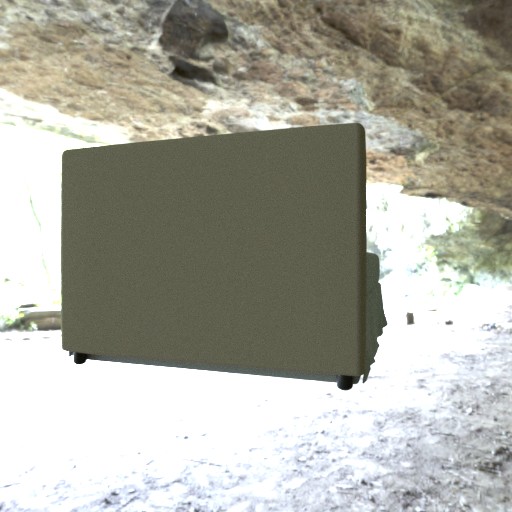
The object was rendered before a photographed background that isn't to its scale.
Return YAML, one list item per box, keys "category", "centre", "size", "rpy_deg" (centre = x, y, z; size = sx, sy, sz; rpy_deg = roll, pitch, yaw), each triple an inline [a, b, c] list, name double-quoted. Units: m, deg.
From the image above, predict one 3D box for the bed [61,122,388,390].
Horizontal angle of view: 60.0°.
- category: "bed"
  centre: [0.000, 0.000, 3.416]
  size: [1.884, 1.330, 2.142]
  rpy_deg: [0, 0, 19]
